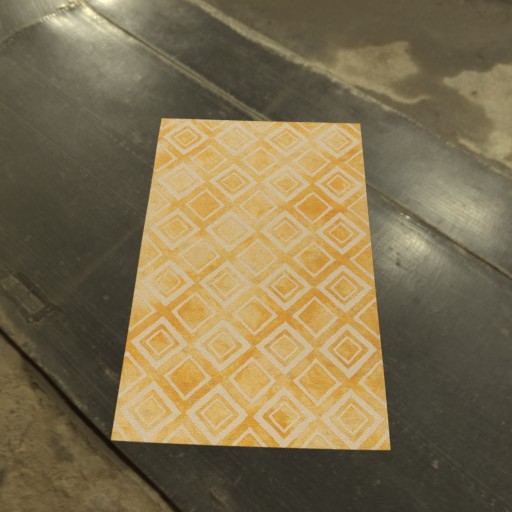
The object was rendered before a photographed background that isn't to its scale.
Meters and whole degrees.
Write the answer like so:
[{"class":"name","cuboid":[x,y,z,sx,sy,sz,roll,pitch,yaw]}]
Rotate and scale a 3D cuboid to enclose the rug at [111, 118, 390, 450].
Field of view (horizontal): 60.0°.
[{"class":"rug","cuboid":[0.000,0.000,2.309,1.213,0.010,1.829,2,64,1]}]
